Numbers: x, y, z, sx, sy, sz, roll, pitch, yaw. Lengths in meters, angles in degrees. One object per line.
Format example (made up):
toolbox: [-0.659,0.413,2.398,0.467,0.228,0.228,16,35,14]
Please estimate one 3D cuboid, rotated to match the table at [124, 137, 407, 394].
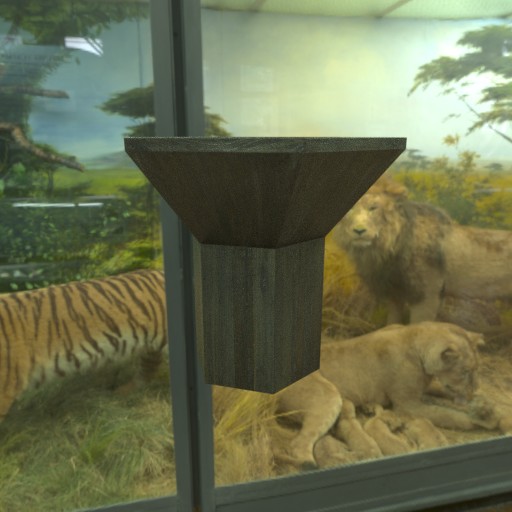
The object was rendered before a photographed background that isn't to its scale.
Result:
table: [0.000,0.000,1.132,0.683,0.586,0.592,-14,21,-42]
